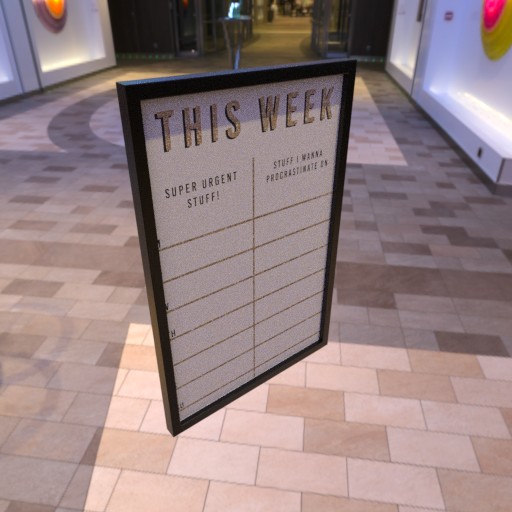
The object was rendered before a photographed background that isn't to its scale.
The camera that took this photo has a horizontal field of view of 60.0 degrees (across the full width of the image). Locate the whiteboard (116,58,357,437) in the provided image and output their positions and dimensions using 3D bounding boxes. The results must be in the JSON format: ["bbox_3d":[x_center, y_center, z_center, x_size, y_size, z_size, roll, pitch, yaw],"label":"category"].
[{"bbox_3d":[0.000,0.000,0.777,0.406,0.611,0.026,-22,36,-33],"label":"whiteboard"}]
